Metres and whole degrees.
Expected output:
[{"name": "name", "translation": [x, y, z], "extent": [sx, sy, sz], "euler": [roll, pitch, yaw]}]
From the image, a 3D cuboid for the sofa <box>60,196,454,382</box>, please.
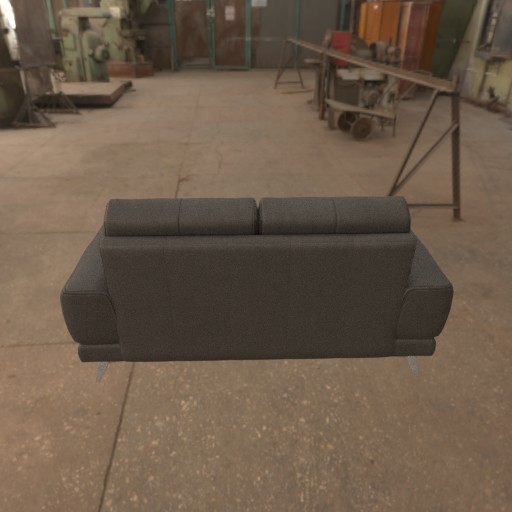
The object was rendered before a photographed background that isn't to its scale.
[{"name": "sofa", "translation": [0.000, 0.000, 2.432], "extent": [1.806, 0.907, 1.018], "euler": [-1, 29, -1]}]
